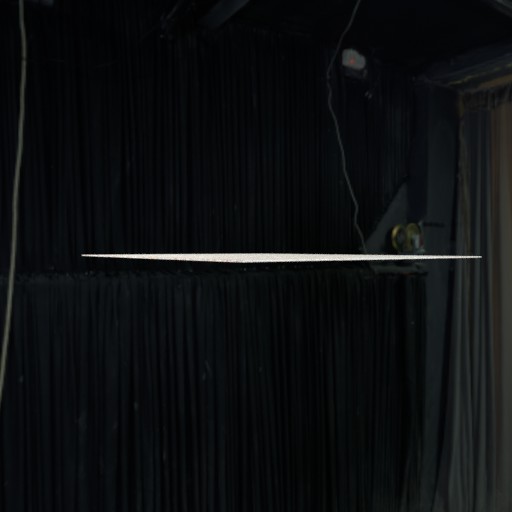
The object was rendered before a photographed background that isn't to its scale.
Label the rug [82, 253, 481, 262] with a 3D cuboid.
[{"bbox_3d":[0.000,0.000,3.997,2.313,0.009,2.939,-1,1,-36],"label":"rug"}]
